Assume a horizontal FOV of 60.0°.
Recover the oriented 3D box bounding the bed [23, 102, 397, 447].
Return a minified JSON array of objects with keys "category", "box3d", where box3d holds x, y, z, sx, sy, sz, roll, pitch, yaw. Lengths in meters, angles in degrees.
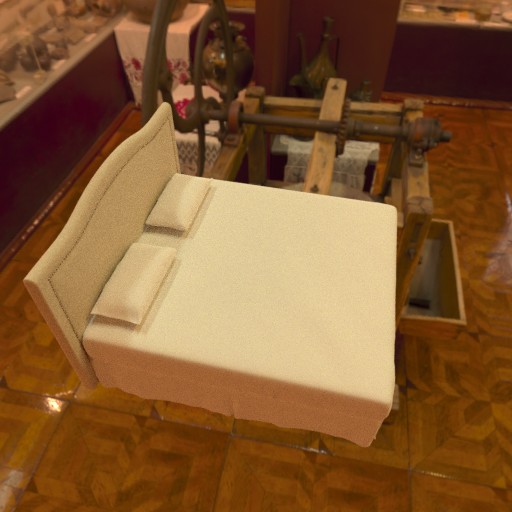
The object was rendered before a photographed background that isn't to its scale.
[{"category":"bed","box3d":[0.000,0.000,3.400,2.182,1.421,2.083,10,47,9]}]
